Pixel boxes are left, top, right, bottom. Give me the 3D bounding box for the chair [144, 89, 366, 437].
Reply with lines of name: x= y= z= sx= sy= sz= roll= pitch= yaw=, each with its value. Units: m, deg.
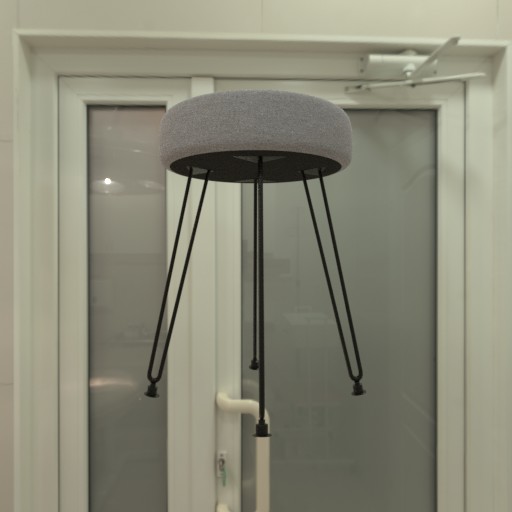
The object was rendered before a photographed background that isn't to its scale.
chair: x=0.000 y=0.000 z=0.700 sx=0.350 sy=0.440 sz=0.350 roll=0 pitch=0 yaw=-2
